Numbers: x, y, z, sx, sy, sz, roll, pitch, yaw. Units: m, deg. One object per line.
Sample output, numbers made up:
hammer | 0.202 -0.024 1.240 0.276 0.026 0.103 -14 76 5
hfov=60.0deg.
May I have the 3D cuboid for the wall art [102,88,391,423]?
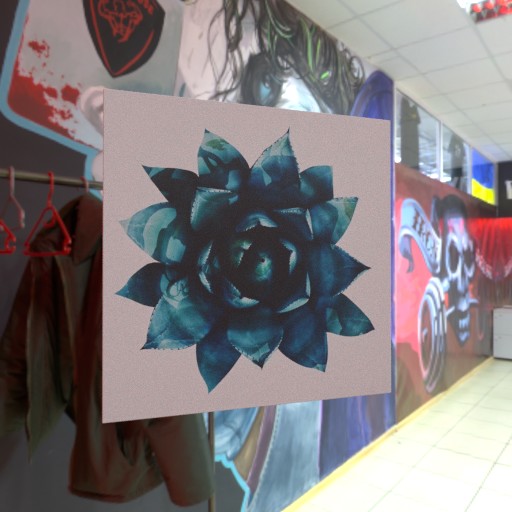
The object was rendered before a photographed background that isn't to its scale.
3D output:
wall art | 0.000 0.000 0.467 0.305 0.305 0.038 0 -1 -18
